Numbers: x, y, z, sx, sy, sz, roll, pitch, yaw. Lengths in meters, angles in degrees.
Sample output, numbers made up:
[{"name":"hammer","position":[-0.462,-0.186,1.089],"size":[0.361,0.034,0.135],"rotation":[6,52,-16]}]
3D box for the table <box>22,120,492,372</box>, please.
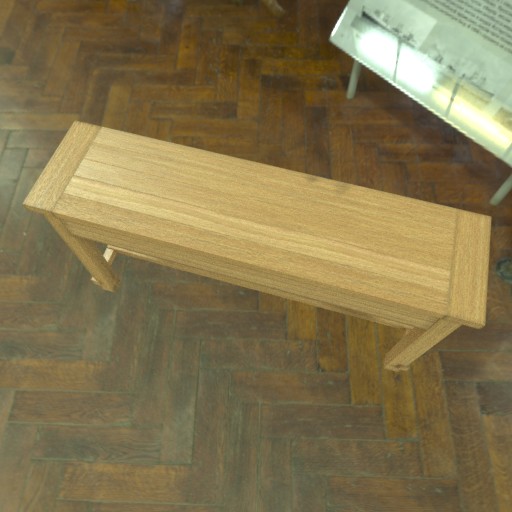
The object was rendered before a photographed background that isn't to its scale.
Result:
[{"name":"table","position":[0.000,0.000,1.898],"size":[1.599,0.762,0.442],"rotation":[15,64,7]}]
